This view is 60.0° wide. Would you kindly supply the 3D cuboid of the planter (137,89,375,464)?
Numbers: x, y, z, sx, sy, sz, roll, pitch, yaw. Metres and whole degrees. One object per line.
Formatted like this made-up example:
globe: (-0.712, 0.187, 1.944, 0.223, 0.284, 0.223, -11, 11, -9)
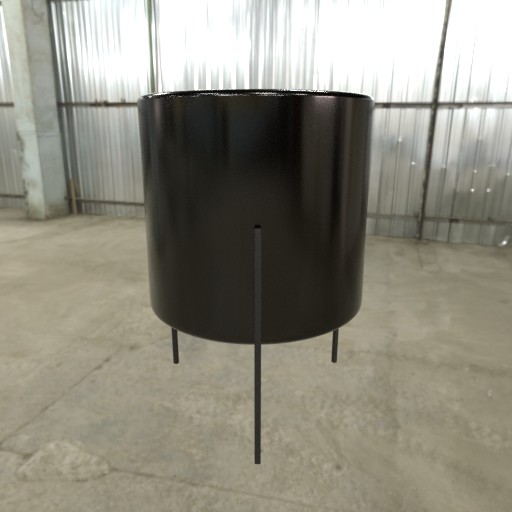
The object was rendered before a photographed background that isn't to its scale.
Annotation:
planter: (0.000, 0.000, 0.641, 0.310, 0.432, 0.310, 15, 22, 42)
